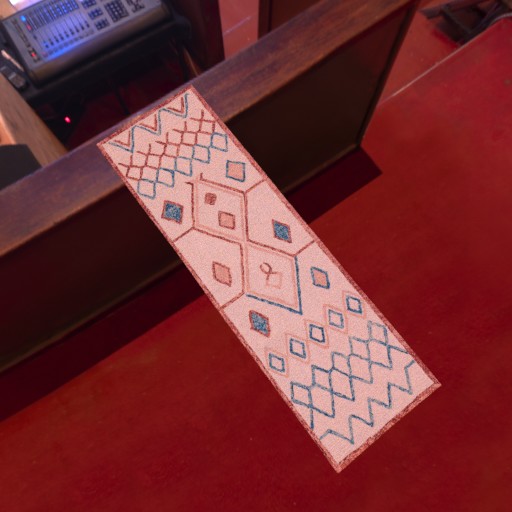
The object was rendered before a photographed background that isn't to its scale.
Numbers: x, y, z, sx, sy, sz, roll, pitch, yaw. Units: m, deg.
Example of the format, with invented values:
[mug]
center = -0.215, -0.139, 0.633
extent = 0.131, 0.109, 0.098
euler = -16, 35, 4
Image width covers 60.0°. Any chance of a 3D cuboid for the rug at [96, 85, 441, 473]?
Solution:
[rug]
center = 0.000, 0.000, 2.665
extent = 0.750, 0.011, 2.435
euler = -36, 78, -9
